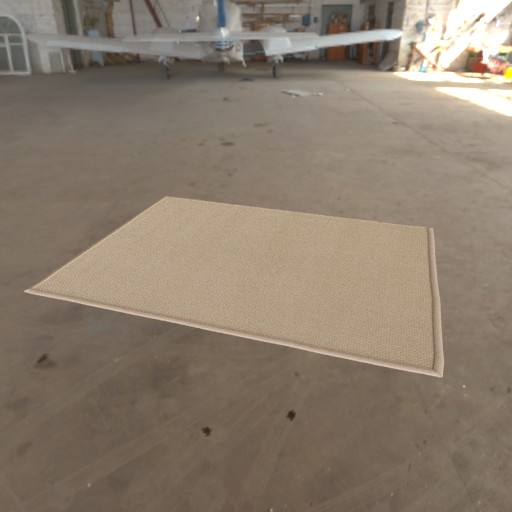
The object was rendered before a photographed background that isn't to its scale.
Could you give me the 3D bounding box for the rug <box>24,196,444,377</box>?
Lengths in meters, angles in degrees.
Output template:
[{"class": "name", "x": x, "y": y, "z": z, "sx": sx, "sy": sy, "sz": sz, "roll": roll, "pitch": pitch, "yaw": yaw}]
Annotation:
[{"class": "rug", "x": 0.000, "y": 0.000, "z": 2.686, "sx": 2.081, "sy": 0.020, "sz": 1.525, "roll": 9, "pitch": 29, "yaw": 16}]
